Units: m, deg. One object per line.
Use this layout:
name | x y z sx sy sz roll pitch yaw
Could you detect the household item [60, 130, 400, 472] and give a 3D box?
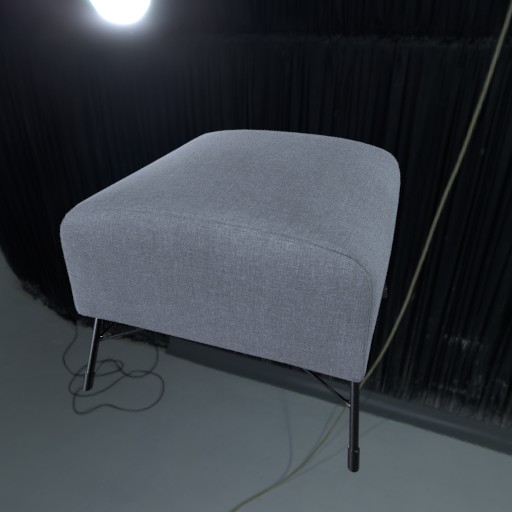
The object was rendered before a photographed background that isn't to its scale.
household item | 0.000 0.000 0.894 0.530 0.410 0.530 10 31 17
